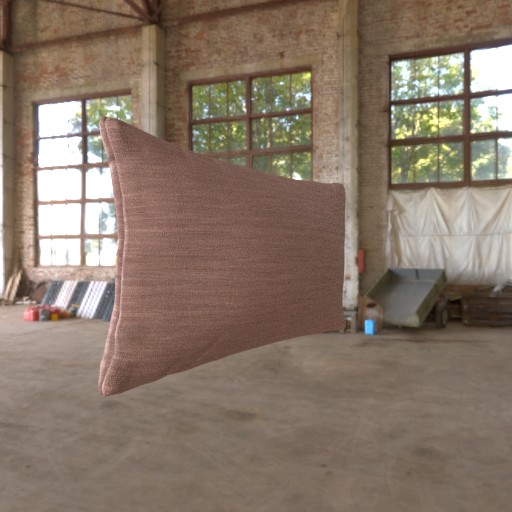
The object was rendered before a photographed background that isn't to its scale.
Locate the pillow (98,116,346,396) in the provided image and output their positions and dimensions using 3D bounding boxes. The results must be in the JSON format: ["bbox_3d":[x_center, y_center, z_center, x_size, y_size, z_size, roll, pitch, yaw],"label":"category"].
[{"bbox_3d":[0.000,0.000,0.783,0.210,0.338,0.633,0,0,37],"label":"pillow"}]
